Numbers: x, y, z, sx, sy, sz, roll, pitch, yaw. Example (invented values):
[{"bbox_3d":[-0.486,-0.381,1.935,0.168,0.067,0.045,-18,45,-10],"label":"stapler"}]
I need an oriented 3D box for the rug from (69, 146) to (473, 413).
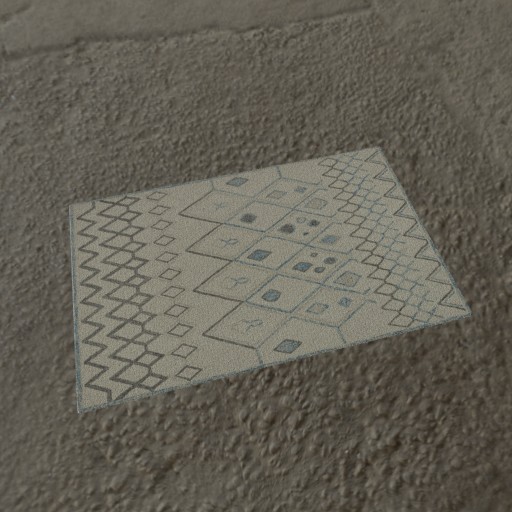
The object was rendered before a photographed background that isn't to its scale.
[{"bbox_3d":[0.000,0.000,3.022,2.439,0.015,1.524,-12,59,-7],"label":"rug"}]
